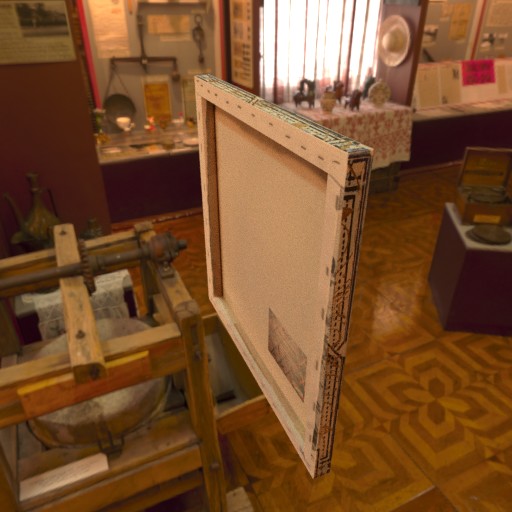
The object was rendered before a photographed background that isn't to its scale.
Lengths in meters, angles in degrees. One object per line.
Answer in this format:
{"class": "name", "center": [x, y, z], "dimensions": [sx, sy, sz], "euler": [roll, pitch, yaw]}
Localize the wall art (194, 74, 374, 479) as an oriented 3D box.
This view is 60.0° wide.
{"class": "wall art", "center": [0.000, 0.000, 0.898], "dimensions": [0.036, 0.607, 0.609], "euler": [-12, 33, -20]}
